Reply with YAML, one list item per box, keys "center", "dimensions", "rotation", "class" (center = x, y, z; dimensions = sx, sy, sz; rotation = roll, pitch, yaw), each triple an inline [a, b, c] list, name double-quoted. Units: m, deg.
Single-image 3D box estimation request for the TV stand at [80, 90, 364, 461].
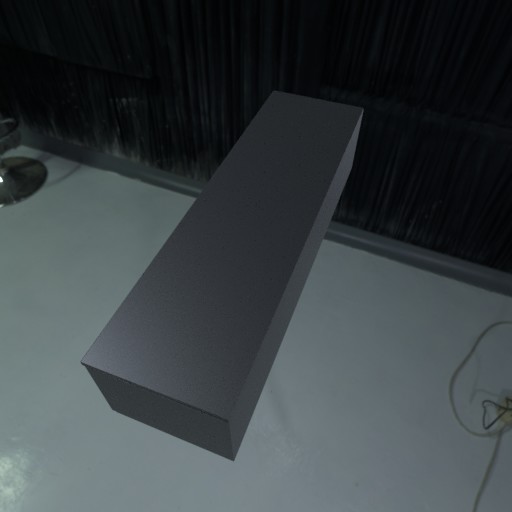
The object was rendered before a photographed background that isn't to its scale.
- center: [0.000, 0.000, 1.574]
  dimensions: [0.390, 0.518, 1.312]
  rotation: [17, 51, 14]
  class: "TV stand"
